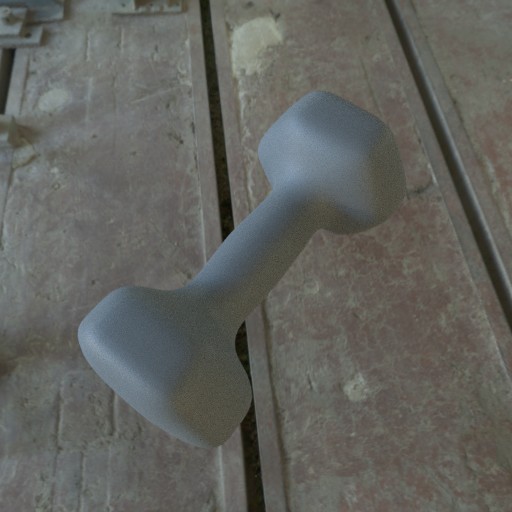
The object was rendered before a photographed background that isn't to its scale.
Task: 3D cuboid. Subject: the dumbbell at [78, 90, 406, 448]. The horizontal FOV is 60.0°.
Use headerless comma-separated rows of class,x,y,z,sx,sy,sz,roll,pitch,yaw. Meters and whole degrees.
dumbbell,0.000,0.000,0.229,0.090,0.081,0.184,35,69,16
